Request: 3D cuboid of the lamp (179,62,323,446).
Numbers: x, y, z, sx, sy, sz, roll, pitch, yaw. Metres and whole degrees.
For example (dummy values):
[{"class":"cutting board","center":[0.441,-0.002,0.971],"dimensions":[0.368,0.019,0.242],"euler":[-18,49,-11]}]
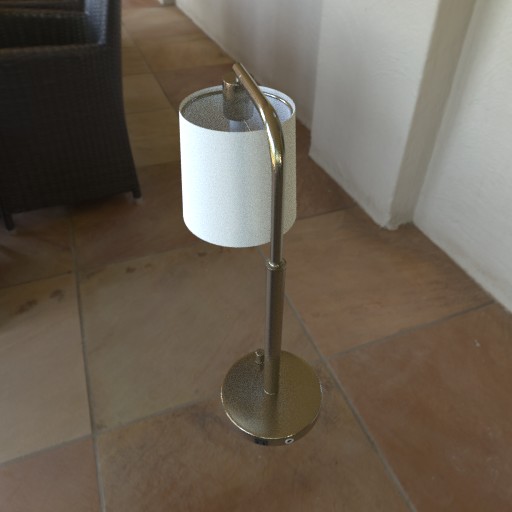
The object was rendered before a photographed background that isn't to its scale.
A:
[{"class":"lamp","center":[0.000,0.000,0.634],"dimensions":[0.171,0.489,0.333],"euler":[-12,42,-13]}]
